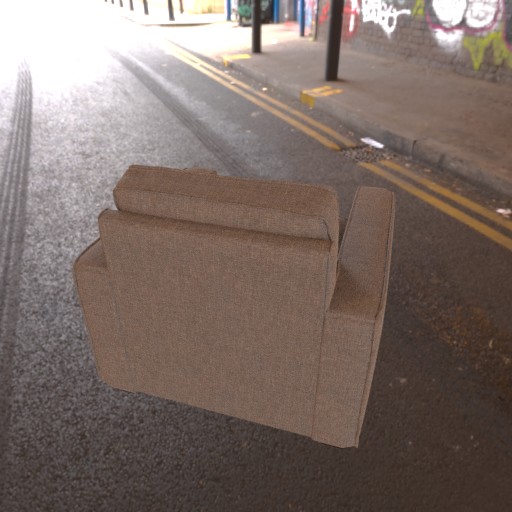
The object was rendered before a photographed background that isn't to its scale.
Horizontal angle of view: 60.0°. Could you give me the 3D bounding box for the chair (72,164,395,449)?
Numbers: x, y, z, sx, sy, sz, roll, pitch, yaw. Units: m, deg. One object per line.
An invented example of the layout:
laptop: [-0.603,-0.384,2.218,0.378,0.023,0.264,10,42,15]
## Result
chair: [0.000,0.000,1.756,1.016,0.914,0.940,9,34,14]
